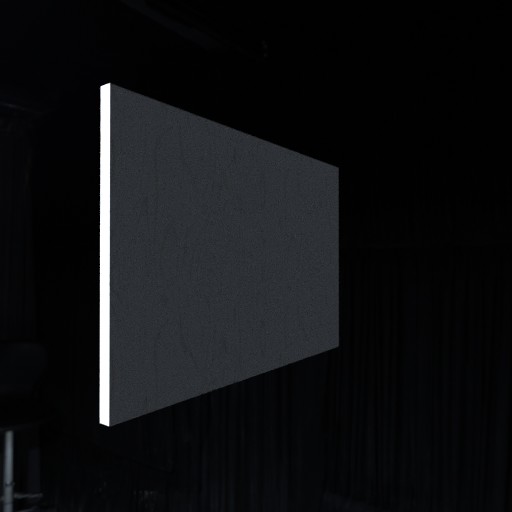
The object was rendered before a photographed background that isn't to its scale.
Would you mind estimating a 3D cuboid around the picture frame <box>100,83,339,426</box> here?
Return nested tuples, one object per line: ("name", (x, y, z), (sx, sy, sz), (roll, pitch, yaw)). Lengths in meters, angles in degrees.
("picture frame", (0.000, 0.000, 1.216), (0.029, 0.640, 0.950), (0, -1, 37))
